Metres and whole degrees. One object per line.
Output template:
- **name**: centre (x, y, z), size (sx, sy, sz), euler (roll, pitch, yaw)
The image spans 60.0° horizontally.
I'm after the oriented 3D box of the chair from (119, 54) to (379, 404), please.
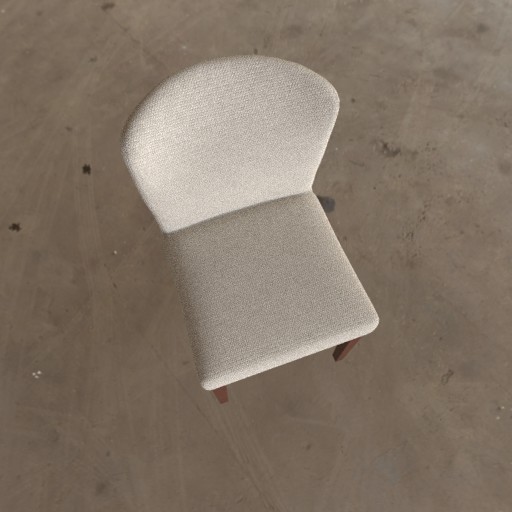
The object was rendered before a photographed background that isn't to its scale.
- **chair**: centre (0.000, 0.000, 1.212), size (0.491, 0.839, 0.589), euler (-18, 64, -9)
